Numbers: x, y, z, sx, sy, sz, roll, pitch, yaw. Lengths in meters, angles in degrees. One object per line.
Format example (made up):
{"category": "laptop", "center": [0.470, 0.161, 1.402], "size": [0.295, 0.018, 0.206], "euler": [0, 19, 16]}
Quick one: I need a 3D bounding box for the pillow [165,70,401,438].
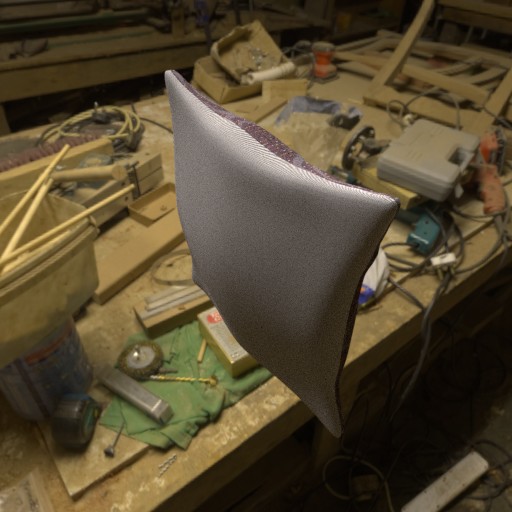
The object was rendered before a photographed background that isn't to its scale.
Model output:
{"category": "pillow", "center": [0.000, 0.000, 0.790], "size": [0.163, 0.513, 0.514], "euler": [-26, 47, -27]}
